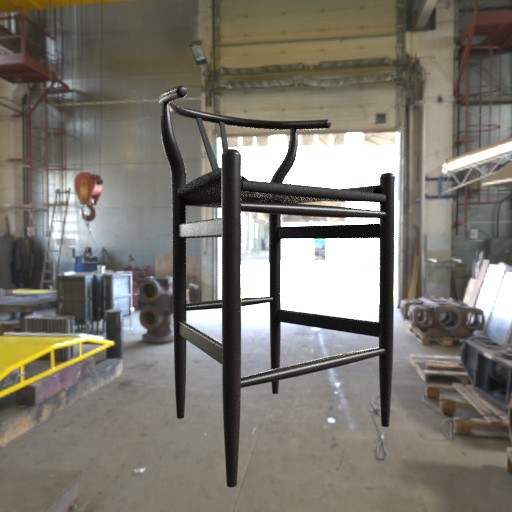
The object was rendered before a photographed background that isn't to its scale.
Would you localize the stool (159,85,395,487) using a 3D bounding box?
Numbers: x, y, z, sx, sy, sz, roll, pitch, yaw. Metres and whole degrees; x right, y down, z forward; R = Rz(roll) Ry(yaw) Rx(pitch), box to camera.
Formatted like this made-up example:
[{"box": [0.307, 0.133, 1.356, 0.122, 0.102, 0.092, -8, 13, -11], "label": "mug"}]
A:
[{"box": [0.000, 0.000, 1.317, 0.569, 0.970, 0.579, -1, 2, -36], "label": "stool"}]
